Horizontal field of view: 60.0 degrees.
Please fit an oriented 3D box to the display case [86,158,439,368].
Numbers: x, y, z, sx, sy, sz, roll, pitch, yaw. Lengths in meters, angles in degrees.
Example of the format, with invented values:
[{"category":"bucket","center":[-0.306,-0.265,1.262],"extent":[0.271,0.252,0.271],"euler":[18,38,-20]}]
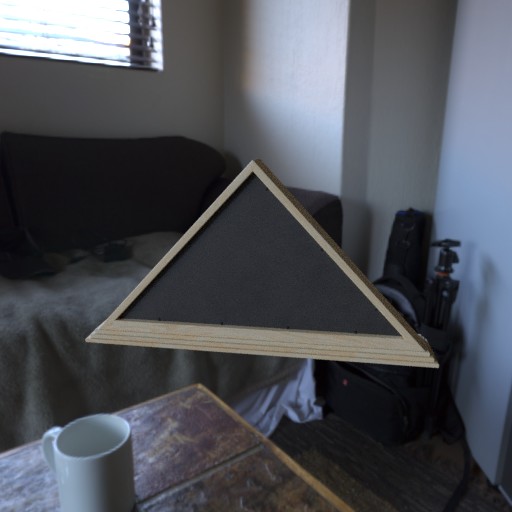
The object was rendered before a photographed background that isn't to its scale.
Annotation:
[{"category":"display case","center":[0.000,0.000,0.795],"extent":[0.640,0.340,0.095],"euler":[2,16,8]}]
